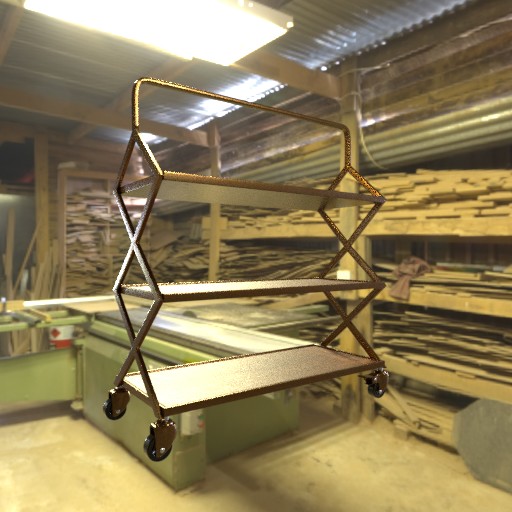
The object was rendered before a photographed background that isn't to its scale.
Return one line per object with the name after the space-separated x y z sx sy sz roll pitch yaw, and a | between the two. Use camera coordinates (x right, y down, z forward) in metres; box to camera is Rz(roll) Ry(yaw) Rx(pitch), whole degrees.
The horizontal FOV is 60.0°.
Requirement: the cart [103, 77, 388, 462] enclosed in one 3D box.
0.000 0.000 1.181 0.723 0.805 0.313 0 0 -35 | cart
